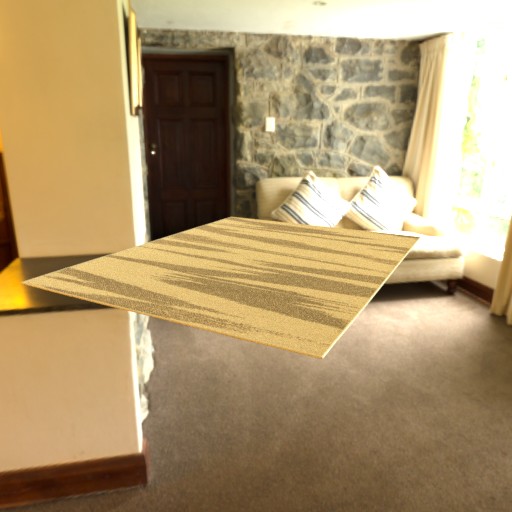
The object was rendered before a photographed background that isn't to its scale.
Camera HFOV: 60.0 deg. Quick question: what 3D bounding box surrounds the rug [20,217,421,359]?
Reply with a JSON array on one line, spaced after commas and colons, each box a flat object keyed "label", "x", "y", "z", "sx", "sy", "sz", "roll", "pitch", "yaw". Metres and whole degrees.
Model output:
[{"label": "rug", "x": 0.000, "y": 0.000, "z": 3.948, "sx": 2.353, "sy": 0.014, "sz": 2.945, "roll": 8, "pitch": 18, "yaw": 27}]
